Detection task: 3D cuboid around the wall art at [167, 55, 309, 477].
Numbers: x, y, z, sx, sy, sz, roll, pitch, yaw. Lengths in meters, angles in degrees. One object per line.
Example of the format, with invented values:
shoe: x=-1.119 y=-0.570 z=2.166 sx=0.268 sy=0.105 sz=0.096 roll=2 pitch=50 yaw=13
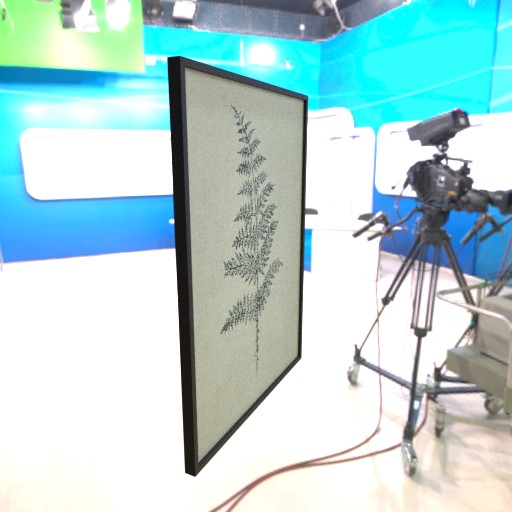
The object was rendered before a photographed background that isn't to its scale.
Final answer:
wall art: x=0.000 y=0.000 z=1.444 sx=0.036 sy=1.070 sz=0.802 roll=7 pitch=15 yaw=26
